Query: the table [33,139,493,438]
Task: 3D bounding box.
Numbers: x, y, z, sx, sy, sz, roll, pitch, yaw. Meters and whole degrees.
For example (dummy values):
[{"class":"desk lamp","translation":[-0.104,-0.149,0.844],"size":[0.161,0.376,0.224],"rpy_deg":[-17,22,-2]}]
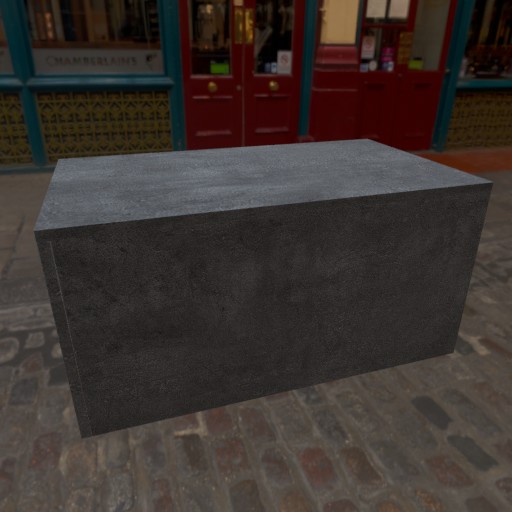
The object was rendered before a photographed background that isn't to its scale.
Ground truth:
[{"class":"table","translation":[0.000,0.000,0.885],"size":[0.700,0.350,0.400],"rpy_deg":[-8,26,-16]}]
